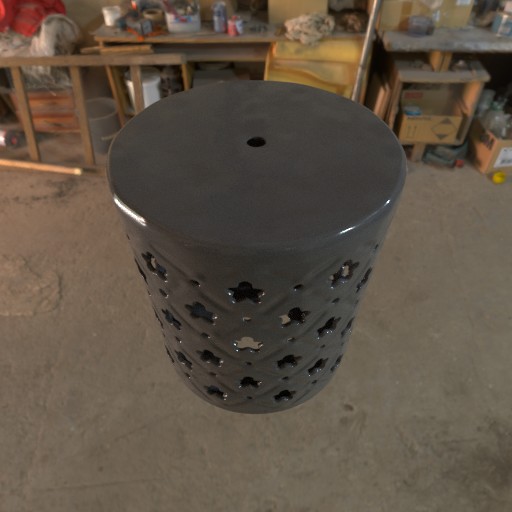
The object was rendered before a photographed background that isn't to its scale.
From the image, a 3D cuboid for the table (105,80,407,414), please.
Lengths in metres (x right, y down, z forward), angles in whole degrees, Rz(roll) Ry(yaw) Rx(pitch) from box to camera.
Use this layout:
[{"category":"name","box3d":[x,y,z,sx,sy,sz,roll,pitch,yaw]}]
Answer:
[{"category":"table","box3d":[0.000,0.000,0.657,0.352,0.387,0.352,0,46,0]}]
